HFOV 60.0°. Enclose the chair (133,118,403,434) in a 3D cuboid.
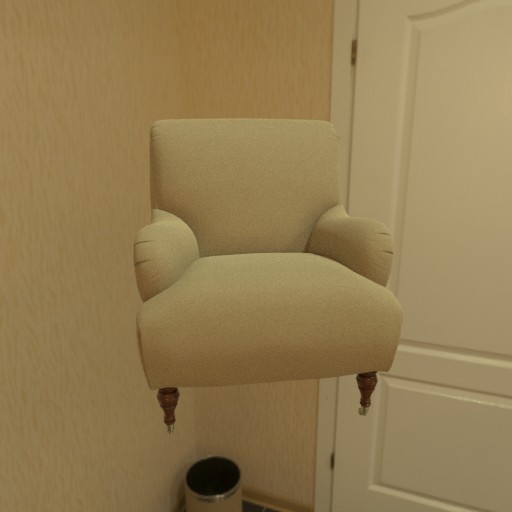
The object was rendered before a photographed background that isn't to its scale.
[{"bbox_3d":[0.000,0.000,1.555,0.766,0.942,0.842,-2,16,-8],"label":"chair"}]
